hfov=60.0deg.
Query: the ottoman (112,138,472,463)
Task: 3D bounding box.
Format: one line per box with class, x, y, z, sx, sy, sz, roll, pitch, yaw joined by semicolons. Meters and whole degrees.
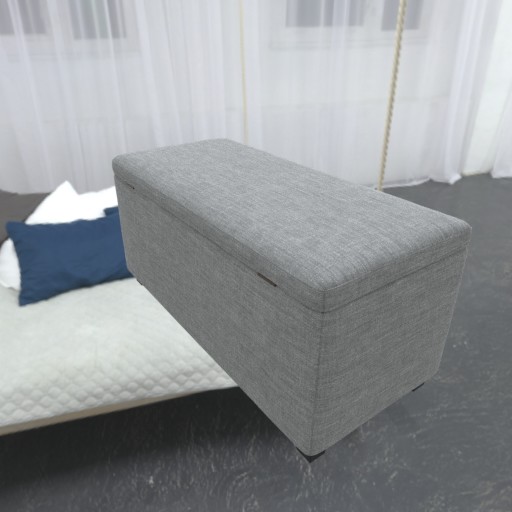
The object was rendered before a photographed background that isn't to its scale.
ottoman;0.000;0.000;1.143;0.419;0.432;0.902;-19;33;-31
